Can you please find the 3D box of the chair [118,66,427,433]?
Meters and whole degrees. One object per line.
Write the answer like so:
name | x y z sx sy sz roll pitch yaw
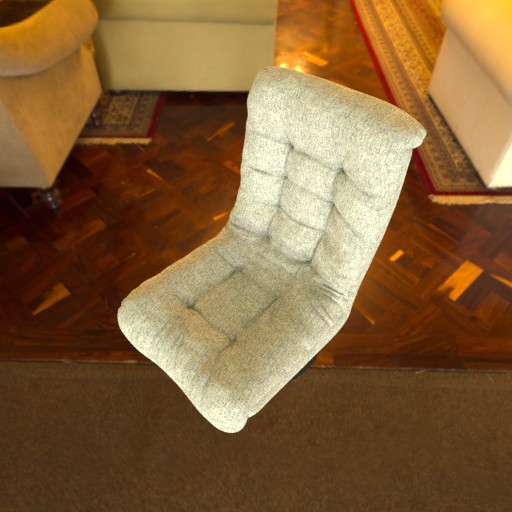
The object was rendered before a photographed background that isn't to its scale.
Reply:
chair | 0.000 0.000 0.981 0.400 0.600 0.583 34 56 26
